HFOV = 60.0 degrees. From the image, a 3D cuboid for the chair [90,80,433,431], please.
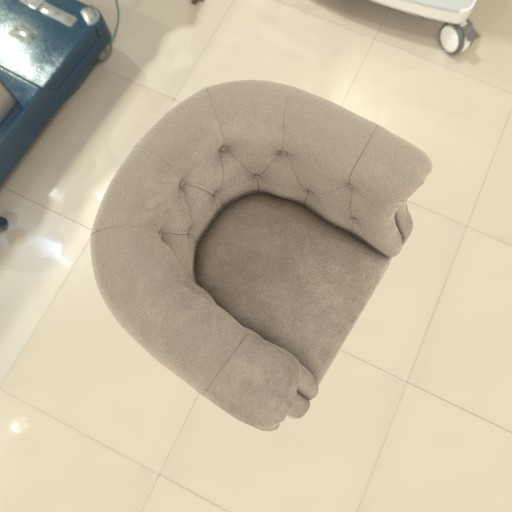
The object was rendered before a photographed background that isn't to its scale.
[{"bbox_3d":[0.000,0.000,1.545,0.851,0.826,0.904,32,78,8],"label":"chair"}]
